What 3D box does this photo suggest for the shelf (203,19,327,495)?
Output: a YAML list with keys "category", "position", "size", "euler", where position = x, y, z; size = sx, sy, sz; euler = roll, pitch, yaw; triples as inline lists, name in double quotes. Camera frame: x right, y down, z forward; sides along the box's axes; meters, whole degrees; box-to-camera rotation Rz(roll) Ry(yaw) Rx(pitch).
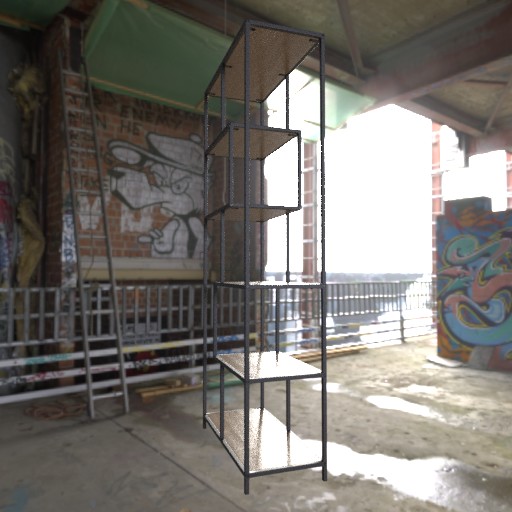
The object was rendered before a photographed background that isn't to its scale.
- category: "shelf"
  position: [0.000, 0.000, 2.139]
  size: [0.350, 1.850, 0.770]
  euler: [1, -2, -19]
